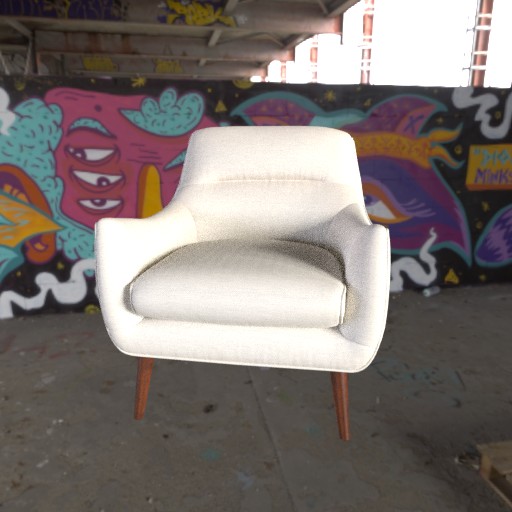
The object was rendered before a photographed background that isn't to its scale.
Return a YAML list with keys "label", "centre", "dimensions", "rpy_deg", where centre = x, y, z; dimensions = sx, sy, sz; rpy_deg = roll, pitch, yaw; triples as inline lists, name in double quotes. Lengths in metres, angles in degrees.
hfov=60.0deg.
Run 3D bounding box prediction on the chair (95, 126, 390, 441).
- label: "chair"
  centre: [0.000, 0.000, 1.453]
  dimensions: [0.762, 0.838, 0.787]
  rpy_deg: [2, 15, 9]
